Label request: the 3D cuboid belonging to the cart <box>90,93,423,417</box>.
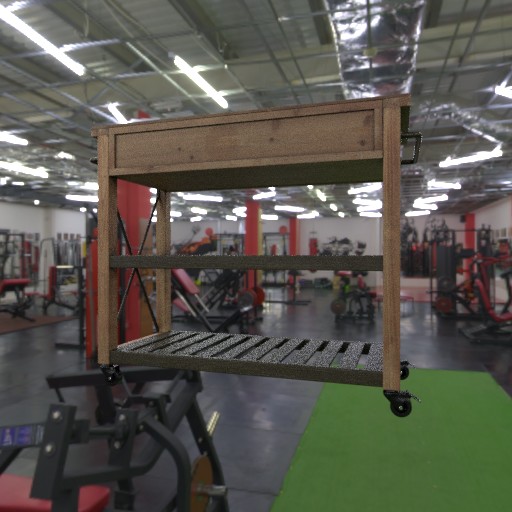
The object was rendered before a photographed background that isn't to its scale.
[{"bbox_3d":[0.000,0.000,0.991,0.686,0.554,0.298,0,0,18],"label":"cart"}]
